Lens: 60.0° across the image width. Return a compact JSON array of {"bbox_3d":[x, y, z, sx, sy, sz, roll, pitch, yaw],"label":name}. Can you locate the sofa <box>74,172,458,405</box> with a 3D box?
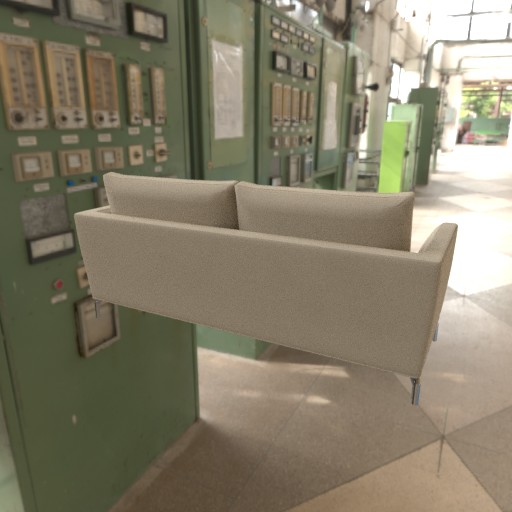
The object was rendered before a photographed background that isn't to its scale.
[{"bbox_3d":[0.000,0.000,2.774,2.214,1.005,0.868,9,19,26],"label":"sofa"}]
